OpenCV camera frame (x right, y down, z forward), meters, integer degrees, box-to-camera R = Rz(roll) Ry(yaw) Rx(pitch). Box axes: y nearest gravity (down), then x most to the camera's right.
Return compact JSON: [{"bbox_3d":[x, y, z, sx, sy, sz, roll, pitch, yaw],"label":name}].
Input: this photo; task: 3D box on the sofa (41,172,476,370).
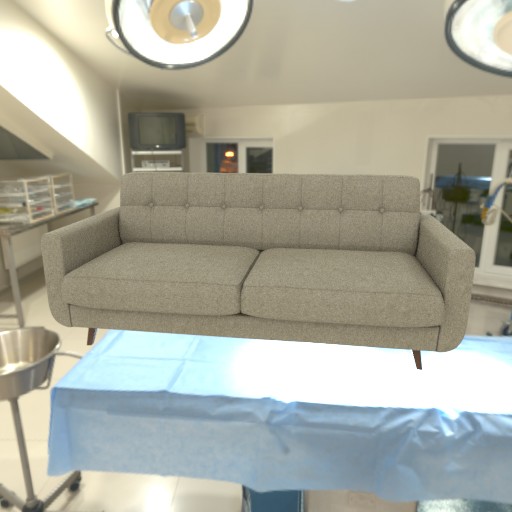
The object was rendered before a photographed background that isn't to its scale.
[{"bbox_3d":[0.000,0.000,2.495,2.055,0.873,0.968,2,15,9],"label":"sofa"}]
